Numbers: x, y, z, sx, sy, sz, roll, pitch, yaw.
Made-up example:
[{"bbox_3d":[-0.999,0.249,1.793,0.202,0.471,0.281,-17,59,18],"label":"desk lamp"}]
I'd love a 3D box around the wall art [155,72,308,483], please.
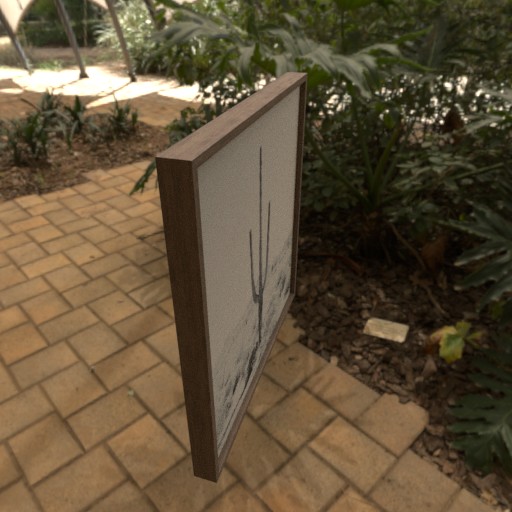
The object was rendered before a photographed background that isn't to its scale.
[{"bbox_3d":[0.000,0.000,0.754,0.038,0.508,0.508,9,33,15],"label":"wall art"}]
